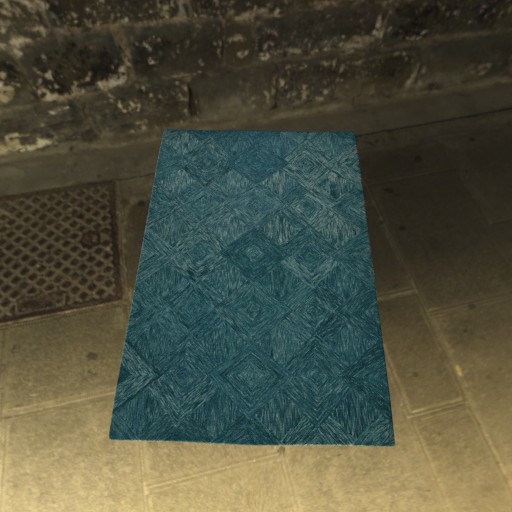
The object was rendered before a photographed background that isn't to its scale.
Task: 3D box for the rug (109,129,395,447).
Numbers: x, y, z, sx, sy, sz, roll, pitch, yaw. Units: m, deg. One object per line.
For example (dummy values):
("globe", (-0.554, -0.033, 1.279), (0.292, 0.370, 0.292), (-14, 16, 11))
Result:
("rug", (0.000, 0.000, 2.178), (1.136, 0.017, 1.728), (1, 59, 1))
